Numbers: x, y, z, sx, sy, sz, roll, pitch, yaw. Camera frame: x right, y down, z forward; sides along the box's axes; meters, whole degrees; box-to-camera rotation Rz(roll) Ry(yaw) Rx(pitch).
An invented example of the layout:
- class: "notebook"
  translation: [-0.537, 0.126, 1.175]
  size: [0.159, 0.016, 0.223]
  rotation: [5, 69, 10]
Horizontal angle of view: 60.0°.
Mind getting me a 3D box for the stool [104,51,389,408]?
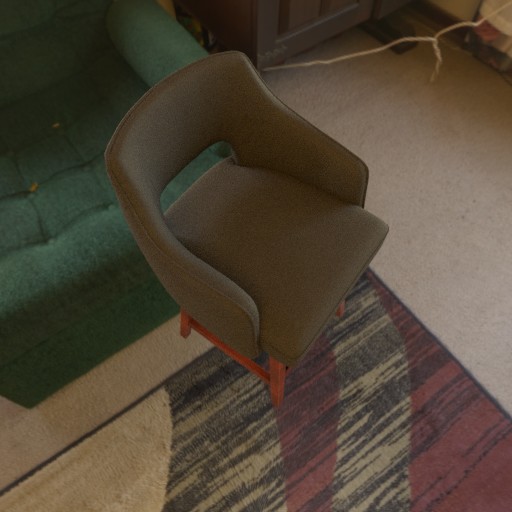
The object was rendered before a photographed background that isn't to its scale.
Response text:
- class: "stool"
  translation: [0.000, 0.000, 1.256]
  size: [0.558, 0.912, 0.548]
  rotation: [32, 64, 18]
